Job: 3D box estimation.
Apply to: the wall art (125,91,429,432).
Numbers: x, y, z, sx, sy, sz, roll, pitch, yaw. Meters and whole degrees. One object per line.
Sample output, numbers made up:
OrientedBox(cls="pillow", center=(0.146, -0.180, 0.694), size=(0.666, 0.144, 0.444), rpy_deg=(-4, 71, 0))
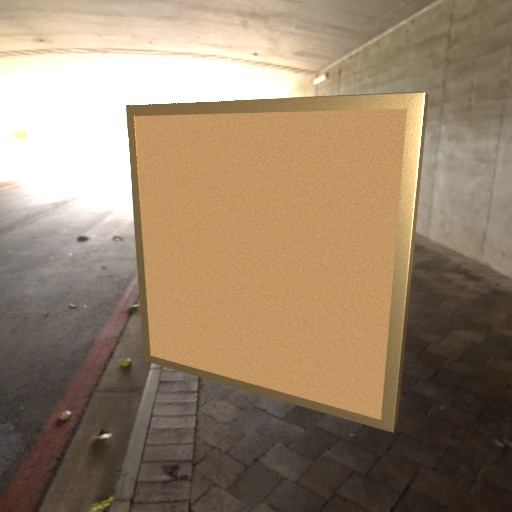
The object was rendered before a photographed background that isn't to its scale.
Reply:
OrientedBox(cls="wall art", center=(0.000, 0.000, 0.458), size=(0.305, 0.305, 0.023), rpy_deg=(8, 17, 26))
